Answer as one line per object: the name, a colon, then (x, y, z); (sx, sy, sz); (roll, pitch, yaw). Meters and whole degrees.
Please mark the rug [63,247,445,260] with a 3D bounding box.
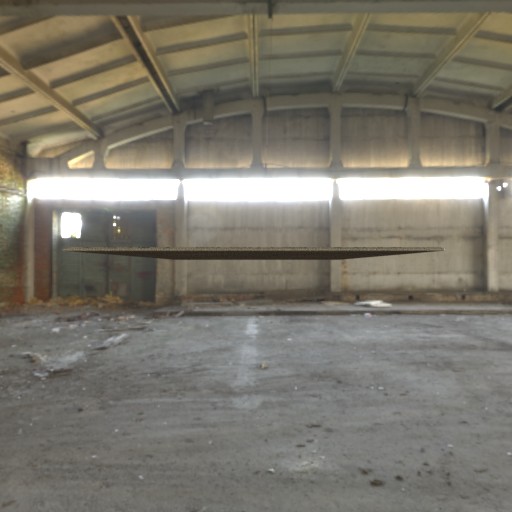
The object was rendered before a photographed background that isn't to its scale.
rug: (0.000, 0.000, 2.315); (1.213, 0.012, 1.831); (0, -1, 0)
